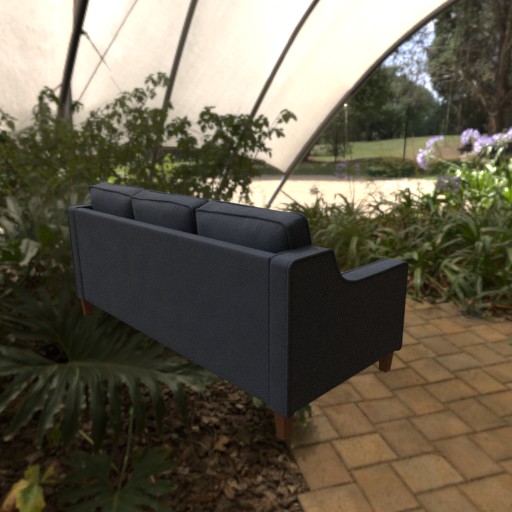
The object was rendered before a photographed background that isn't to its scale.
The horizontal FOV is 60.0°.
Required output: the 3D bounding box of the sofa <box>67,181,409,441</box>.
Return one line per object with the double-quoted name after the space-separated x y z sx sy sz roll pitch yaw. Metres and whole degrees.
0.000 0.000 3.313 1.858 1.066 2.317 -13 19 -42 "sofa"
